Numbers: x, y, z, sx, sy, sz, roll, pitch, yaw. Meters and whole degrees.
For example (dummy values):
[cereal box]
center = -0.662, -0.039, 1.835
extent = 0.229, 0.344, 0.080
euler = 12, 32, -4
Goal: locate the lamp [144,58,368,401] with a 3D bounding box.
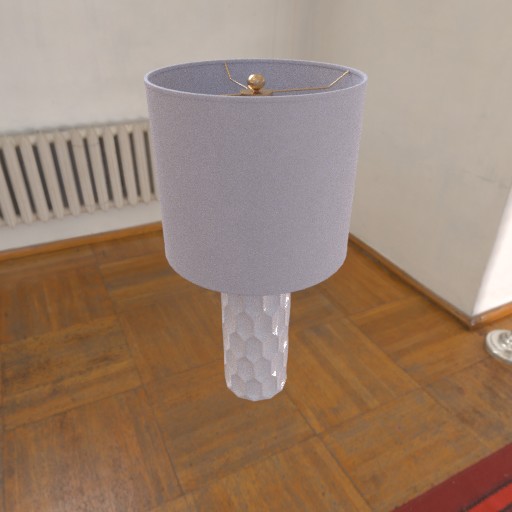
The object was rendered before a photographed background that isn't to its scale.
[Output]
[lamp]
center = 0.000, 0.000, 0.697
extent = 0.277, 0.537, 0.277
euler = 10, 33, 16
